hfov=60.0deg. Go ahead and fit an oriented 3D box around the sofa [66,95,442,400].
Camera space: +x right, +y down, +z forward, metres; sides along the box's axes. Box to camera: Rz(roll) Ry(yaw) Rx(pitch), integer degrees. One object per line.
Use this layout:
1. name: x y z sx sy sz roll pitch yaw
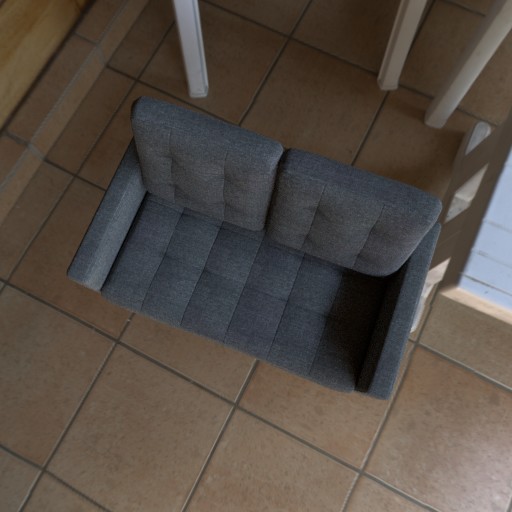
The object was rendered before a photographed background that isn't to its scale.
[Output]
1. sofa: 0.000 0.000 1.967 1.407 0.907 0.842 20 77 5
